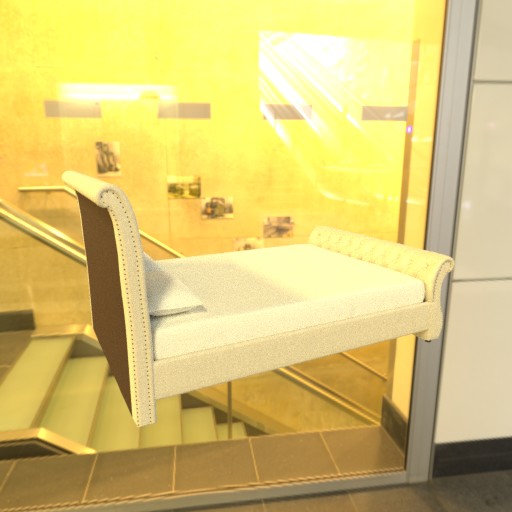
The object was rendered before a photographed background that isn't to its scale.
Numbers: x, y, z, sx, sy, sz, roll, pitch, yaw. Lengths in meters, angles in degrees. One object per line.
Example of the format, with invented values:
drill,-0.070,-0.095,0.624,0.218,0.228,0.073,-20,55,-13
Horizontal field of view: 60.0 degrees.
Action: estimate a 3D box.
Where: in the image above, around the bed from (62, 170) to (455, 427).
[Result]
bed,0.000,0.000,3.377,2.493,1.268,1.606,-7,15,-27
